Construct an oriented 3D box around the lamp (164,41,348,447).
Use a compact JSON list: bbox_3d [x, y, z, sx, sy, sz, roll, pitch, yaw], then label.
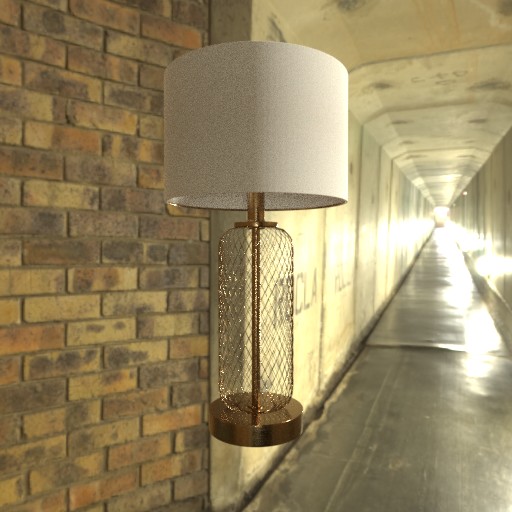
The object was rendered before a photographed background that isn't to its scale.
[{"bbox_3d":[0.000,0.000,0.623,0.252,0.483,0.252,-1,1,-35],"label":"lamp"}]
